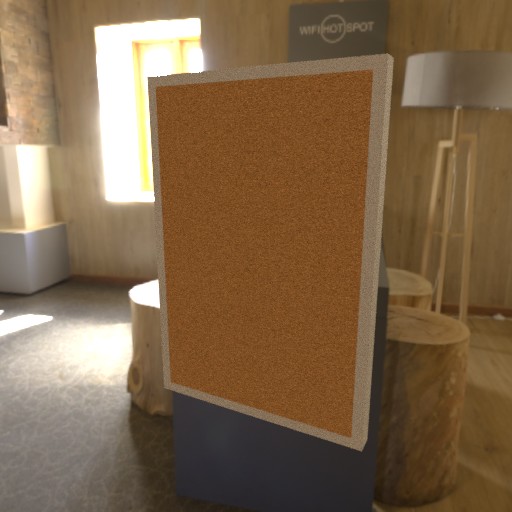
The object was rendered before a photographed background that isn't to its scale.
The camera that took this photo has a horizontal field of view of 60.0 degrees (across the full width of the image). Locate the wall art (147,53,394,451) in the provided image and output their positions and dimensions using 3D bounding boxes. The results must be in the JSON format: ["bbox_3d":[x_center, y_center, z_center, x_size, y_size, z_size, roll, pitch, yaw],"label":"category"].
[{"bbox_3d":[0.000,0.000,0.832,0.450,0.657,0.038,7,16,27],"label":"wall art"}]
